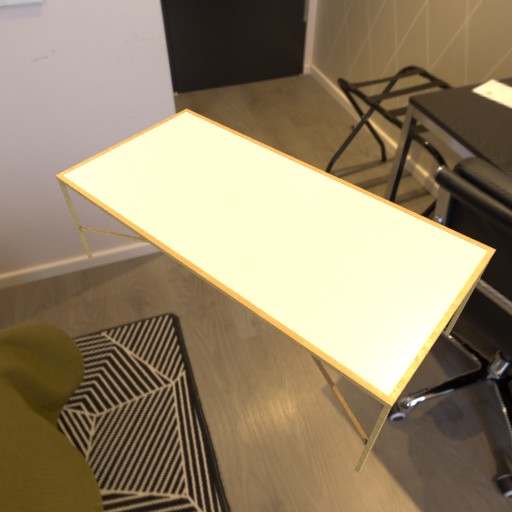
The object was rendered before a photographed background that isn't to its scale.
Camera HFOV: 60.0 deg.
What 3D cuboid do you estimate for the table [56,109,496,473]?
[{"bbox_3d":[0.000,0.000,1.457,1.206,0.398,0.580,31,54,27],"label":"table"}]
